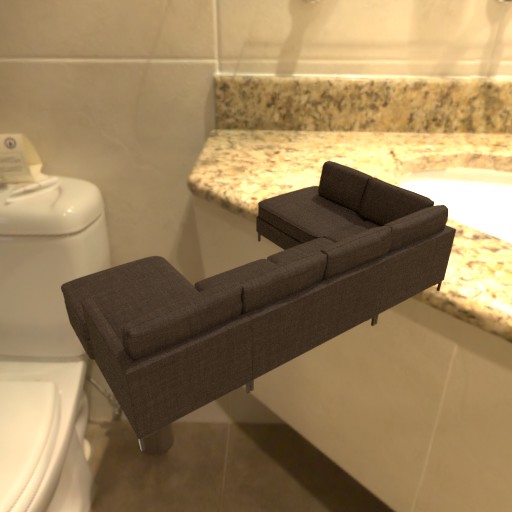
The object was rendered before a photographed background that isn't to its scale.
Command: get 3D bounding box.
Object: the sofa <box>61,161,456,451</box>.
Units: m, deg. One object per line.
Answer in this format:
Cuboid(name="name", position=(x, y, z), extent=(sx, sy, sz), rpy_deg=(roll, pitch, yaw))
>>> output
Cuboid(name="sofa", position=(0.000, 0.000, 4.310), extent=(3.423, 0.999, 2.048), rpy_deg=(-19, 35, -30))
